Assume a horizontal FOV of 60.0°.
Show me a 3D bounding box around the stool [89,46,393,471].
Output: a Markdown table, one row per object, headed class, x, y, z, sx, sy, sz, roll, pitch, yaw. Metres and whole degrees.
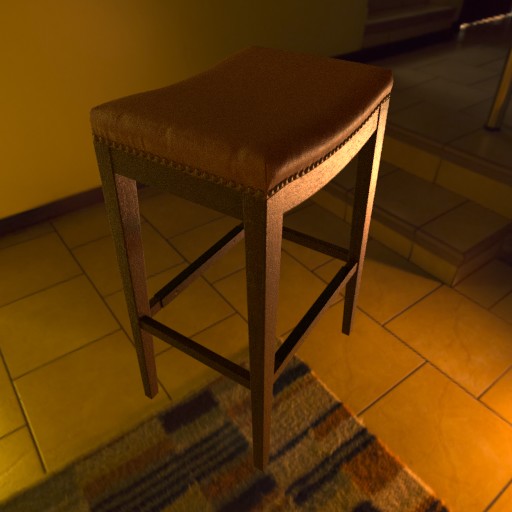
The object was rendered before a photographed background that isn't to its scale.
| class | x | y | z | sx | sy | sz | roll | pitch | yaw |
| --- | --- | --- | --- | --- | --- | --- | --- | --- | --- |
| stool | 0.000 | 0.000 | 0.999 | 0.361 | 0.759 | 0.500 | 22 | 44 | 25 |
